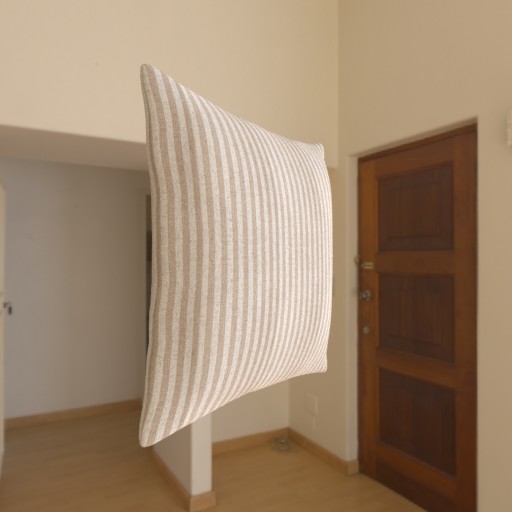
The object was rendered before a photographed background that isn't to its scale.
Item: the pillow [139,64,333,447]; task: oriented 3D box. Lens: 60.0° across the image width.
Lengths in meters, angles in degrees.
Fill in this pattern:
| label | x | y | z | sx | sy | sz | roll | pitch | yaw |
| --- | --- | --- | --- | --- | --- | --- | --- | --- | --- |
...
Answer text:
| label | x | y | z | sx | sy | sz | roll | pitch | yaw |
| --- | --- | --- | --- | --- | --- | --- | --- | --- | --- |
| pillow | 0.000 | 0.000 | 0.788 | 0.166 | 0.510 | 0.523 | 0 | -1 | 36 |
